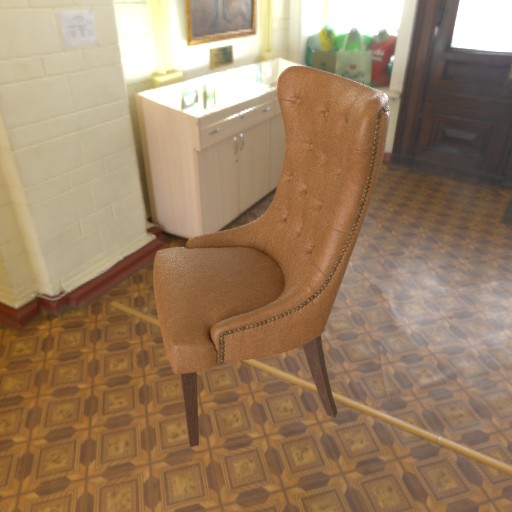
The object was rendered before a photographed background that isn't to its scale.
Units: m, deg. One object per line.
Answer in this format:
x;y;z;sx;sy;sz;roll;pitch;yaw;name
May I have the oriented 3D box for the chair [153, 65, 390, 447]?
0.000;0.000;1.441;0.669;1.065;0.611;-8;32;-13;chair
